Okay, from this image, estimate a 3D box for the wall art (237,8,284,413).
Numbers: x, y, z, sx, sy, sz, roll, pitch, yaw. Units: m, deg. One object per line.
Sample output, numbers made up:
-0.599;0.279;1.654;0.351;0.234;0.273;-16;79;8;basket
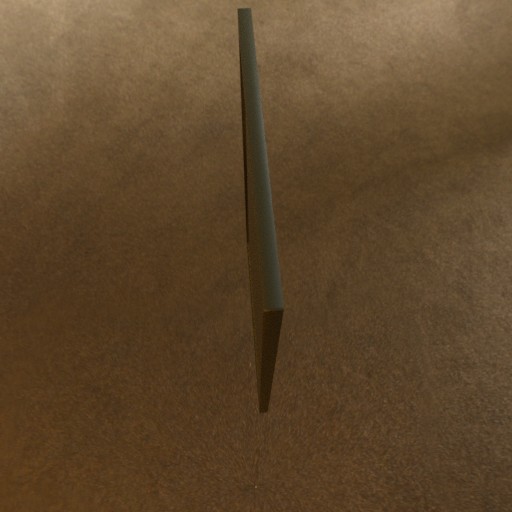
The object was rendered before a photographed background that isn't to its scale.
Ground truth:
0.000;0.000;0.539;0.013;0.431;0.303;-4;63;-2;wall art
